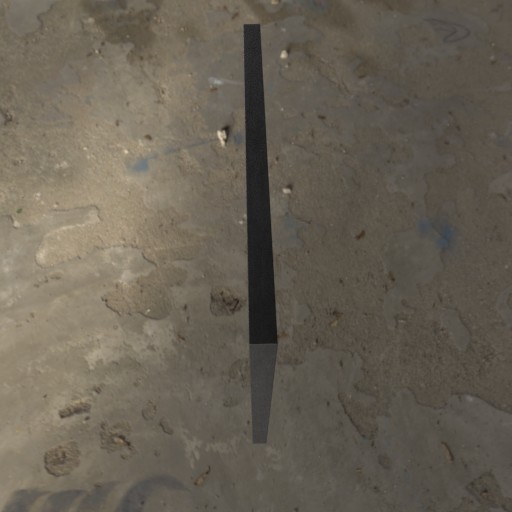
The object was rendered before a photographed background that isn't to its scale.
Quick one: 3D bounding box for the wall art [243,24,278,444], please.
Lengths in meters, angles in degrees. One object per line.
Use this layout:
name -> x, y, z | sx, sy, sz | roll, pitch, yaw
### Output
wall art -> 0.000, 0.000, 1.123 | 0.039, 0.763, 0.763 | -1, 58, -1
